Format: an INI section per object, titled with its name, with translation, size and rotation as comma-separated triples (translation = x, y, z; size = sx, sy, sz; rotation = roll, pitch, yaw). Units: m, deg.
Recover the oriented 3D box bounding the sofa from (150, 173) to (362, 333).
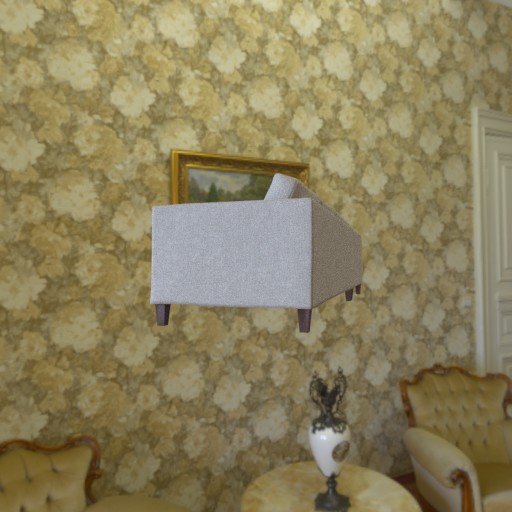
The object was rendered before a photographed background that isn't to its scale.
[sofa]
translation = 0.000, 0.000, 3.970
size = 1.625, 0.846, 3.186
rotation = 0, -1, 18
